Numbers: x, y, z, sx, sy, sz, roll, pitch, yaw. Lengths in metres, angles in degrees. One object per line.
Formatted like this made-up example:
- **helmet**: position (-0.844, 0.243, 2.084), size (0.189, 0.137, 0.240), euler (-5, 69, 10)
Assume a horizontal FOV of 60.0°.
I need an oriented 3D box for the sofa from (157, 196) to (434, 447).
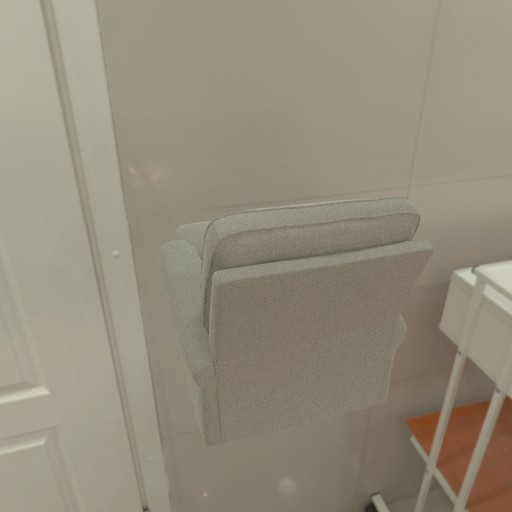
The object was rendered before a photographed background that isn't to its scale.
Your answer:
- **sofa**: position (0.000, 0.000, 2.027), size (0.880, 0.959, 1.478), euler (-8, 29, -15)
